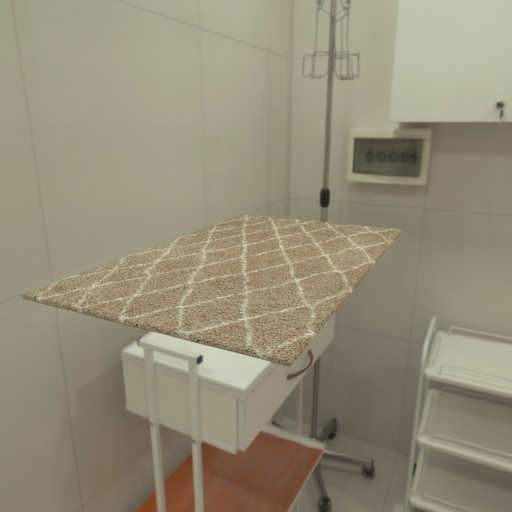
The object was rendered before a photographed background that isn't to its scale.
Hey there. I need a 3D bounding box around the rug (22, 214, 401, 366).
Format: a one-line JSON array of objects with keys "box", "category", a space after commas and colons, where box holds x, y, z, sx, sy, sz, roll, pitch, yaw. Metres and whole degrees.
[{"box": [0.000, 0.000, 3.025, 1.524, 0.030, 2.438, 8, 18, 26], "category": "rug"}]
